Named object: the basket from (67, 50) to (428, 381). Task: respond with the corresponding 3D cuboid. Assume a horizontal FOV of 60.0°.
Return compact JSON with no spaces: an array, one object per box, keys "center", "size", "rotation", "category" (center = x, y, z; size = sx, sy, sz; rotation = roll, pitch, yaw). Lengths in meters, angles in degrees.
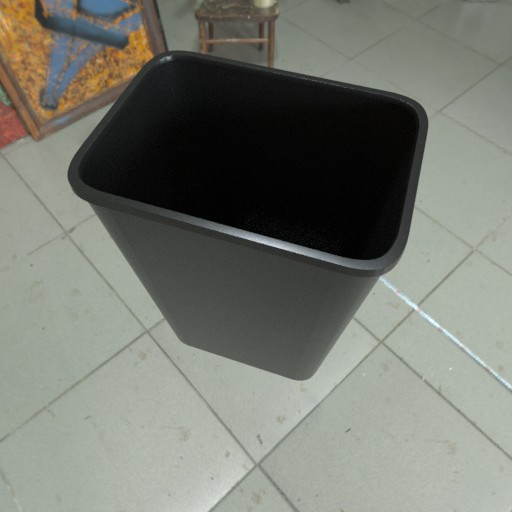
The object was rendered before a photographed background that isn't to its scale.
[{"center":[0.000,0.000,0.755],"size":[0.394,0.521,0.287],"rotation":[16,59,10],"category":"basket"}]
